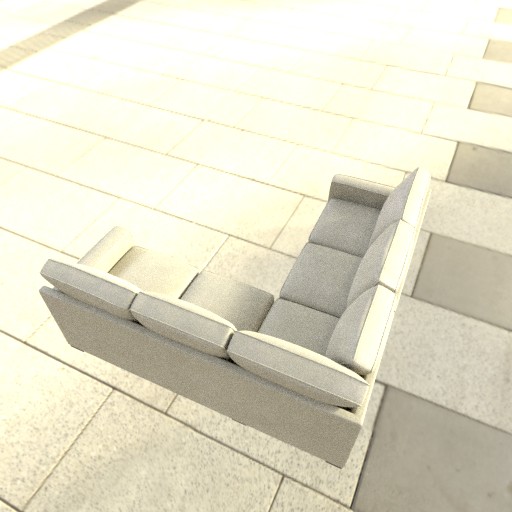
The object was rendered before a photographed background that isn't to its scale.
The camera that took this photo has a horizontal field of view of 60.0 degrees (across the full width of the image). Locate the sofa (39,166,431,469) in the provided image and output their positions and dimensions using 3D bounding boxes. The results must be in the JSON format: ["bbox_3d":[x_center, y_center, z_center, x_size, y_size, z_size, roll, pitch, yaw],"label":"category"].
[{"bbox_3d":[0.000,0.000,3.441,2.211,0.936,2.188,18,49,16],"label":"sofa"}]
